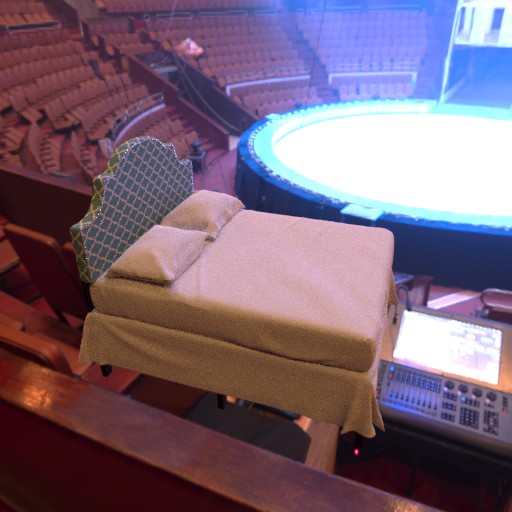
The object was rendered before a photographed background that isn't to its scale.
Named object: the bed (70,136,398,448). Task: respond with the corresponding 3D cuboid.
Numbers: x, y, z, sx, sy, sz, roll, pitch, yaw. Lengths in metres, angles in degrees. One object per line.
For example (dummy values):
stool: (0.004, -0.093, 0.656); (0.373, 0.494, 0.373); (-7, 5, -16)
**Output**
bed: (0.000, 0.000, 3.396); (2.222, 1.633, 1.780); (10, 31, 17)
